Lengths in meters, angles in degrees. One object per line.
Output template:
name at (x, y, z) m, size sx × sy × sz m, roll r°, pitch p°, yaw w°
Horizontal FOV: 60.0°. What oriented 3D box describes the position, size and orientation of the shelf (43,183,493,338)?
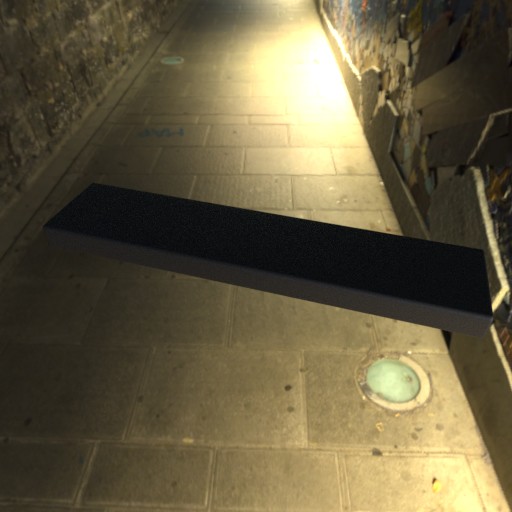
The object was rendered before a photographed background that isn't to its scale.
shelf at (0.000, 0.000, 0.483) m, size 0.456 × 0.053 × 0.102 m, roll 11°, pitch 41°, yaw 13°
